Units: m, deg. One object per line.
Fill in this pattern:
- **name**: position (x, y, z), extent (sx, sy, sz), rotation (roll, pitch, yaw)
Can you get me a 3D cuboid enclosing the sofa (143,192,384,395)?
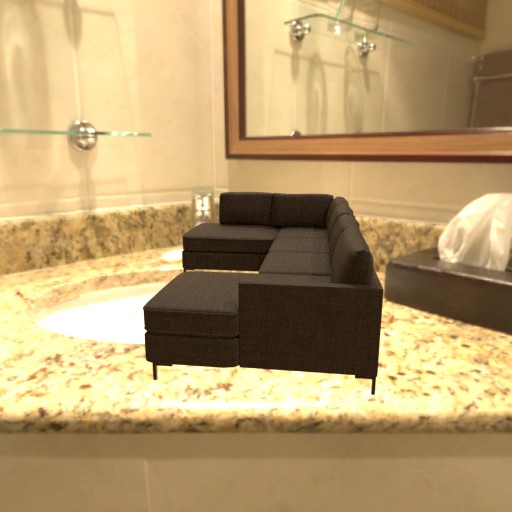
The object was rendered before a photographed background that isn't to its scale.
- **sofa**: position (0.000, 0.000, 4.507), extent (2.048, 0.999, 3.423), rotation (2, 14, 8)
